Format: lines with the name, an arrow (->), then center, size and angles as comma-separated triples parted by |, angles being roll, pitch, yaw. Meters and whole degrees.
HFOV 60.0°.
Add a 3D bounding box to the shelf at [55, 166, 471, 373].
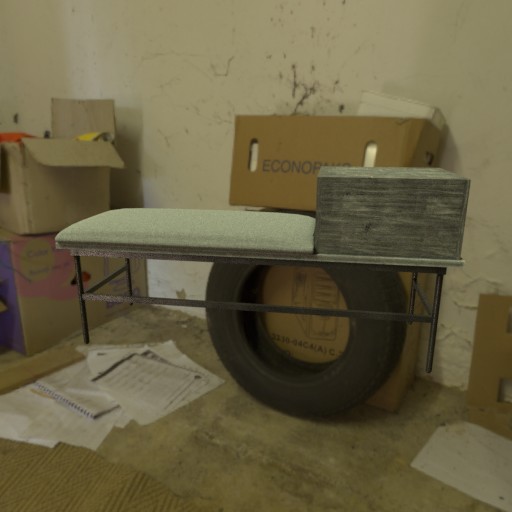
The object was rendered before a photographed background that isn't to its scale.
shelf -> 0.000, 0.000, 1.656 | 1.342, 0.633, 0.457 | 3, 16, 9
